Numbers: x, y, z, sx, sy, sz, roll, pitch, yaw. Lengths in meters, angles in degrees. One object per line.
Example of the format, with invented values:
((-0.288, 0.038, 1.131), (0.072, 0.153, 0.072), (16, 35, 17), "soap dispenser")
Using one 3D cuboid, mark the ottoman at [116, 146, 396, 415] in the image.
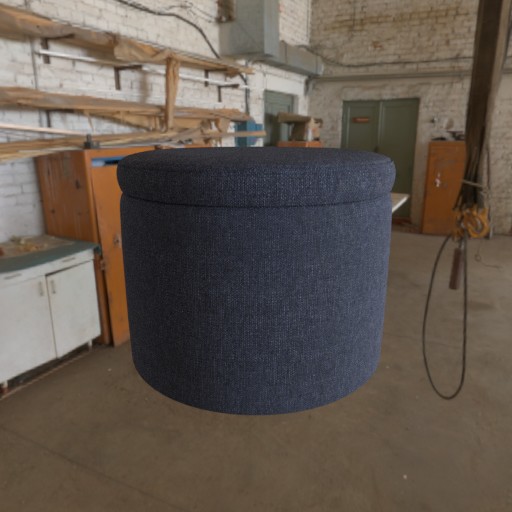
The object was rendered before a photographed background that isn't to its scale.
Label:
((0.000, 0.000, 0.905), (0.520, 0.430, 0.520), (0, 16, 0), "ottoman")
